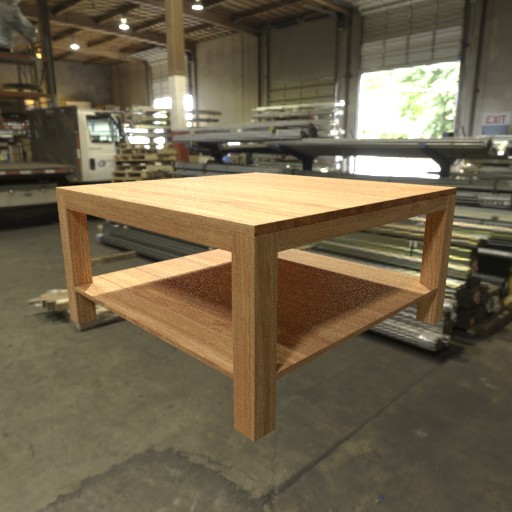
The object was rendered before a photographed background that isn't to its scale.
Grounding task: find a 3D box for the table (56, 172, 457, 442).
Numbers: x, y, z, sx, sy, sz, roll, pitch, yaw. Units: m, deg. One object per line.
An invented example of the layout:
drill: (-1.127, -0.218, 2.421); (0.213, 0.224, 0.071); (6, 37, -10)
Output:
table: (0.000, 0.000, 1.462); (0.900, 0.450, 0.900); (-14, 20, -43)
